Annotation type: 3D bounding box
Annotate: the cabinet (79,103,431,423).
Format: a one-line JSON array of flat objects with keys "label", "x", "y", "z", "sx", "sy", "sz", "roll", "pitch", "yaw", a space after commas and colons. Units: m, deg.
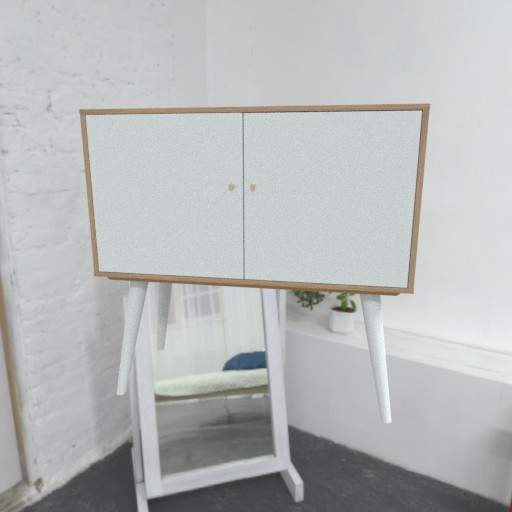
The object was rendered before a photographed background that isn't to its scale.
[{"label": "cabinet", "x": 0.000, "y": 0.000, "z": 1.643, "sx": 1.057, "sy": 1.016, "sz": 0.470, "roll": 3, "pitch": 14, "yaw": 10}]
